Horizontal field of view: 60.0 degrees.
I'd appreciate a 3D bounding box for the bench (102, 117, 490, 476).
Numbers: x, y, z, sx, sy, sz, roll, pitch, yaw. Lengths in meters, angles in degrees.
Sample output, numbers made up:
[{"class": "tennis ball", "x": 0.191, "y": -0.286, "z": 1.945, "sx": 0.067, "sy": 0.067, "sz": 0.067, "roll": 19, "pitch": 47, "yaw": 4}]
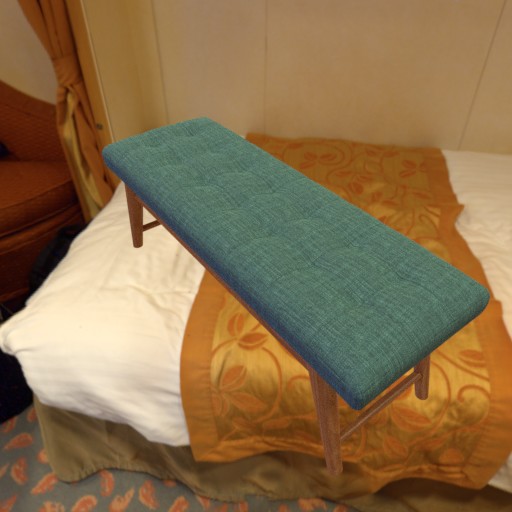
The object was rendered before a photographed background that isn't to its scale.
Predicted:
[{"class": "bench", "x": 0.000, "y": 0.000, "z": 1.284, "sx": 0.406, "sy": 0.432, "sz": 1.118, "roll": -26, "pitch": 47, "yaw": -27}]
